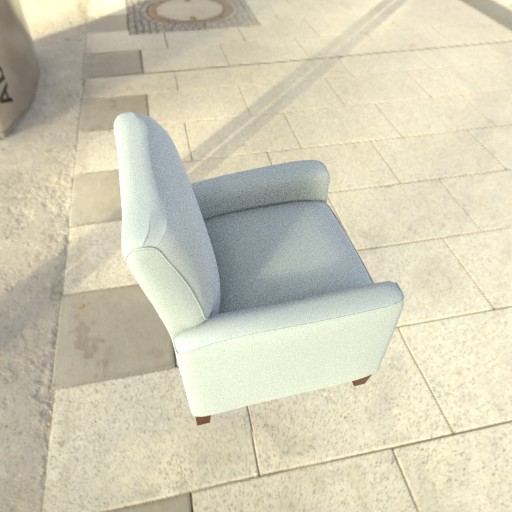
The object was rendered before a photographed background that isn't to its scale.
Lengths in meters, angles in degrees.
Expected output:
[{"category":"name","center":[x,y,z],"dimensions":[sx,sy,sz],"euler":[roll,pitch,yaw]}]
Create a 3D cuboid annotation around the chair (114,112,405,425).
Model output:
[{"category":"chair","center":[0.000,0.000,1.698],"dimensions":[0.846,1.007,0.853],"euler":[-10,48,-10]}]
